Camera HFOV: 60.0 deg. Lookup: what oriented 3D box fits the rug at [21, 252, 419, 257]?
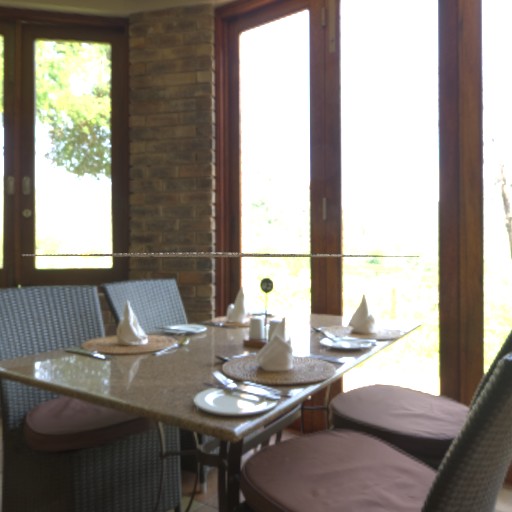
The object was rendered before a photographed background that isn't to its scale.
[{"bbox_3d":[0.000,0.000,2.471,1.196,0.008,2.006,0,0,37],"label":"rug"}]
